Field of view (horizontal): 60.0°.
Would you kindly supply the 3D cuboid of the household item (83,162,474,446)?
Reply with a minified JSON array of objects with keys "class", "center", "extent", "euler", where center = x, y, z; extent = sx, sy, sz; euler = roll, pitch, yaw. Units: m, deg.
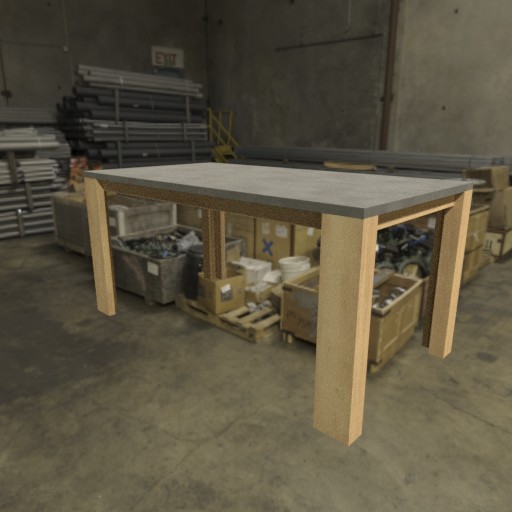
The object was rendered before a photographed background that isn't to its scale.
[{"class":"household item","center":[0.000,0.000,2.114],"extent":[1.600,0.755,0.850],"euler":[15,21,41]}]
